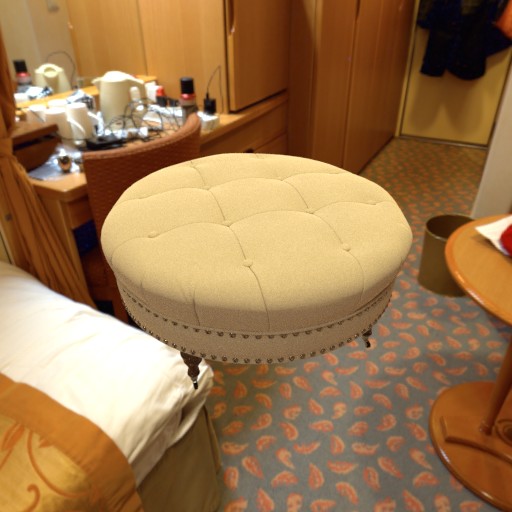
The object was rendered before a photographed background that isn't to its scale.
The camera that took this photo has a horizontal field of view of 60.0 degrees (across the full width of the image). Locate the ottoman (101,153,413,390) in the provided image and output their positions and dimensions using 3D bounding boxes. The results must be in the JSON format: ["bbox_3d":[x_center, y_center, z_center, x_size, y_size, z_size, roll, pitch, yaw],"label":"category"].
[{"bbox_3d":[0.000,0.000,1.398,0.901,0.439,0.901,0,32,0],"label":"ottoman"}]
